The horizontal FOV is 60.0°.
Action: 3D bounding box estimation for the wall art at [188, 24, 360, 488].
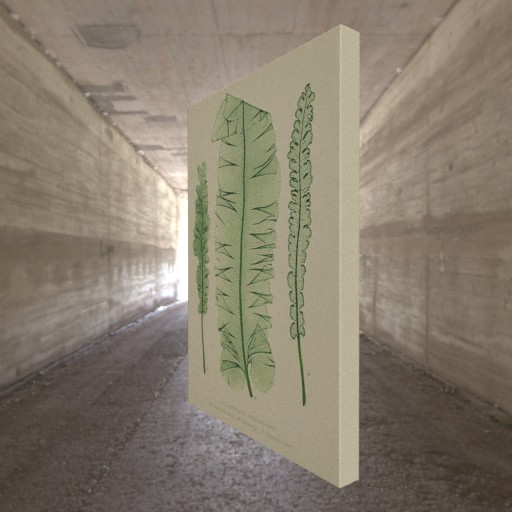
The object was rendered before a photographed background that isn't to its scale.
[{"bbox_3d":[0.000,0.000,0.760,0.038,0.608,0.418,0,1,-37],"label":"wall art"}]
